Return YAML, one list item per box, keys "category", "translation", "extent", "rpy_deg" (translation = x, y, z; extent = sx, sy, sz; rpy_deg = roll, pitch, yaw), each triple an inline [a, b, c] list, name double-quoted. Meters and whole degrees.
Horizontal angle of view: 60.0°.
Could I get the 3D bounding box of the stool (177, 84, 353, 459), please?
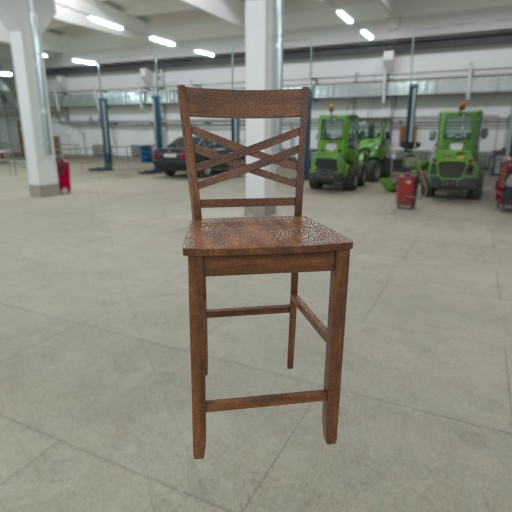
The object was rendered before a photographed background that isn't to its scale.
- category: "stool"
  translation: [0.000, 0.000, 1.435]
  extent: [0.462, 1.079, 0.539]
  rpy_deg: [-2, 16, -9]
